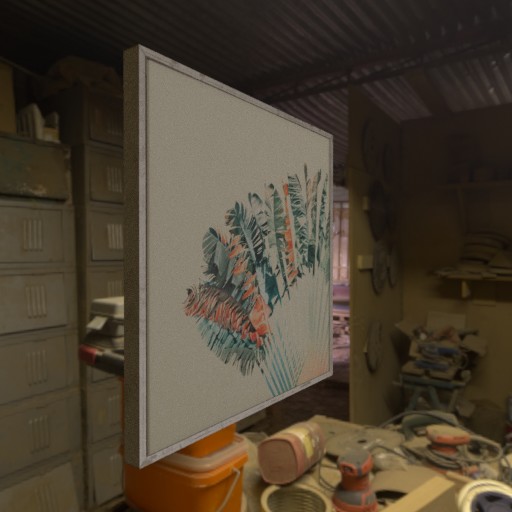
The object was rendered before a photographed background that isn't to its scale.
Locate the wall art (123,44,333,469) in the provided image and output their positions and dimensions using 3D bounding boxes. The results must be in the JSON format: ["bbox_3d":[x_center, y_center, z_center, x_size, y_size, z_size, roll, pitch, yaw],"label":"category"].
[{"bbox_3d":[0.000,0.000,0.740,0.029,0.506,0.508,0,1,36],"label":"wall art"}]
